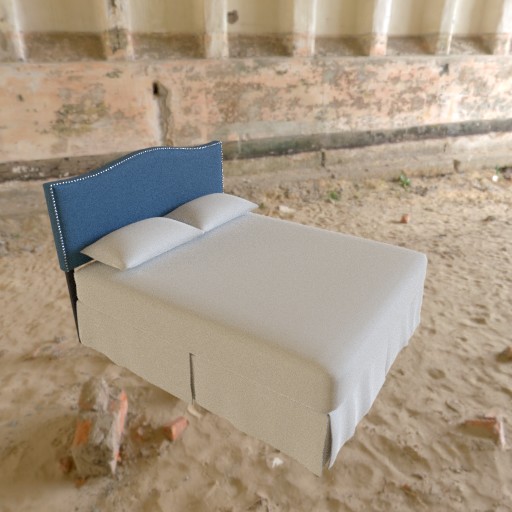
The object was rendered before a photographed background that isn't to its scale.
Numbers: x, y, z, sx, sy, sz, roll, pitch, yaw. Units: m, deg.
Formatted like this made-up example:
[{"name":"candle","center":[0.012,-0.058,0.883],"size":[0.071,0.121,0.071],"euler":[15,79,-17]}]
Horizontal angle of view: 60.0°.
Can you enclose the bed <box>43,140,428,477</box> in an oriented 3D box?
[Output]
[{"name":"bed","center":[0.000,0.000,2.850],"size":[1.872,1.169,1.610],"euler":[16,29,30]}]
